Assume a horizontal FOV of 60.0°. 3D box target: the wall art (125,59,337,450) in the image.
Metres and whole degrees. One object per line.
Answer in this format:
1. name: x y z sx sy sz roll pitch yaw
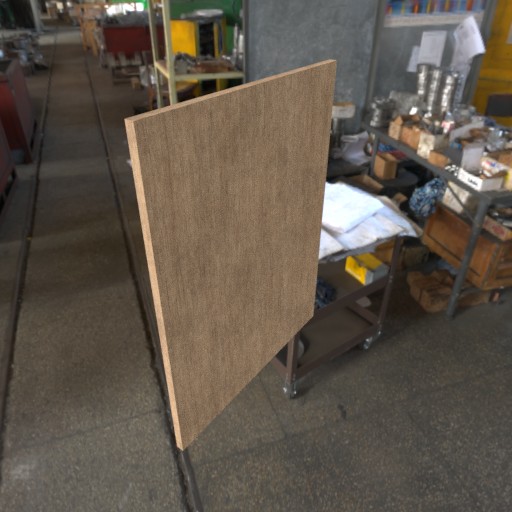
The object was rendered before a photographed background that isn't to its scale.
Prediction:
1. wall art: 0.000 0.000 0.922 0.018 0.686 0.534 22 39 30
